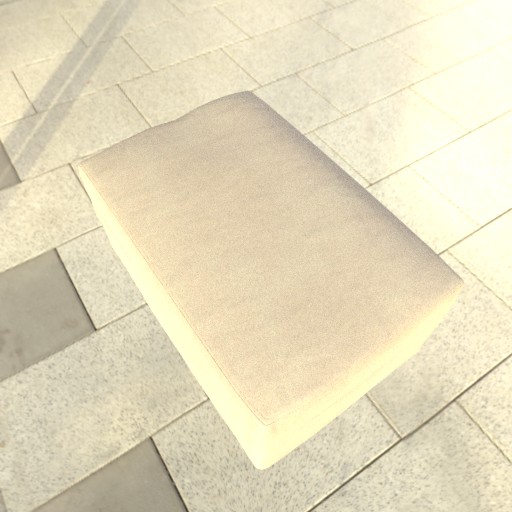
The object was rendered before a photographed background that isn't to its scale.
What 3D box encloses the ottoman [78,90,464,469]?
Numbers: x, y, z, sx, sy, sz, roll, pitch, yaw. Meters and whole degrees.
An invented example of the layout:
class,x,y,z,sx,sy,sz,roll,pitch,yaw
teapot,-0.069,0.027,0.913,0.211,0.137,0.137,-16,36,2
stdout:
class,x,y,z,sx,sy,sz,roll,pitch,yaw
ottoman,0.000,0.000,1.210,0.590,0.444,0.872,-31,61,-19
